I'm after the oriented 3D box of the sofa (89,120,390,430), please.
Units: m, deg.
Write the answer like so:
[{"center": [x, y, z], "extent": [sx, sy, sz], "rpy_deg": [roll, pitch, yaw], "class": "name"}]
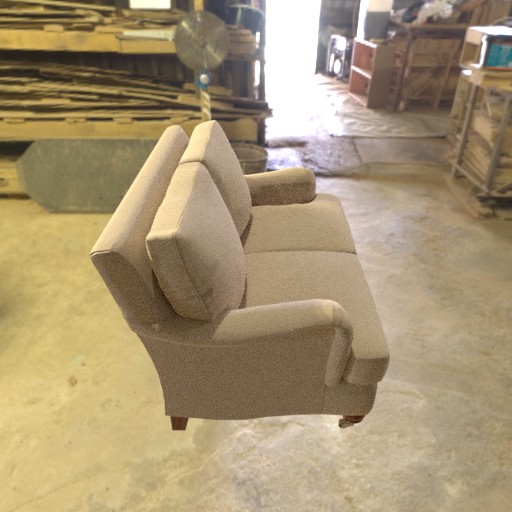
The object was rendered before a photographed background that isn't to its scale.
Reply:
[{"center": [0.000, 0.000, 2.289], "extent": [1.087, 1.048, 1.508], "rpy_deg": [0, 33, 1], "class": "sofa"}]
